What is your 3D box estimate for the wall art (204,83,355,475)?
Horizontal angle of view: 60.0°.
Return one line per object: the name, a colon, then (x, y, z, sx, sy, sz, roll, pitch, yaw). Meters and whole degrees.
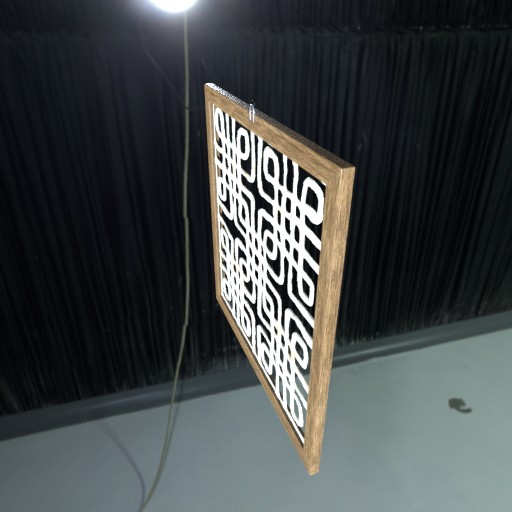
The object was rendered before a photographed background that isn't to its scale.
wall art: (0.000, 0.000, 0.854, 0.021, 0.582, 0.561, -11, 33, -18)
